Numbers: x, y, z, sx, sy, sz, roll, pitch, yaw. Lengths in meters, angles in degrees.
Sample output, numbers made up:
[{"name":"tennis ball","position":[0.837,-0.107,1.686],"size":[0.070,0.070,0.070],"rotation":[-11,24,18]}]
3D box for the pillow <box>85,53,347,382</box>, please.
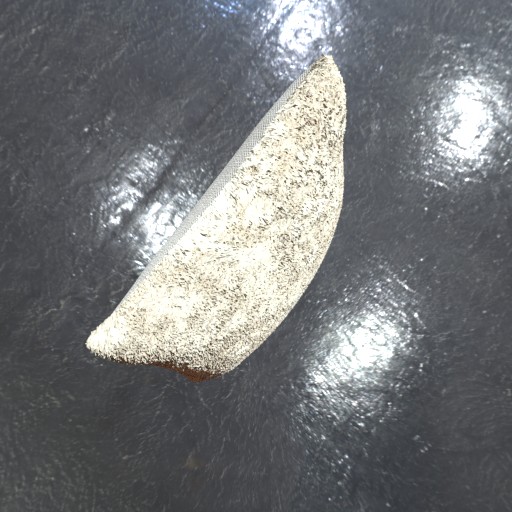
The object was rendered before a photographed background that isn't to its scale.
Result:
[{"name":"pillow","position":[0.000,0.000,0.809],"size":[0.218,0.515,0.529],"rotation":[34,78,9]}]
